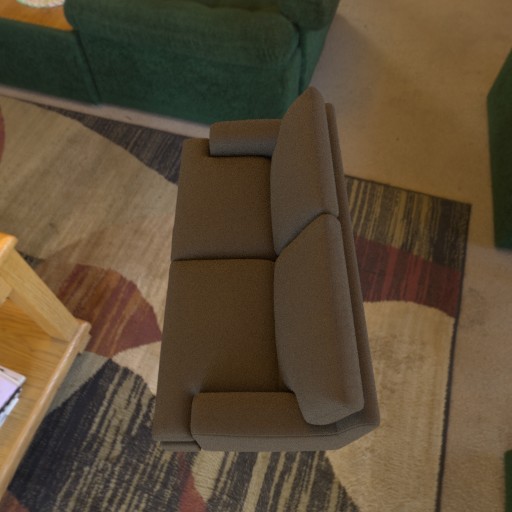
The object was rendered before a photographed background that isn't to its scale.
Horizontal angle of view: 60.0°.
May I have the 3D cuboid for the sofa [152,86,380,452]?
[{"bbox_3d":[0.000,0.000,2.843,1.140,0.950,2.271,0,59,0],"label":"sofa"}]
